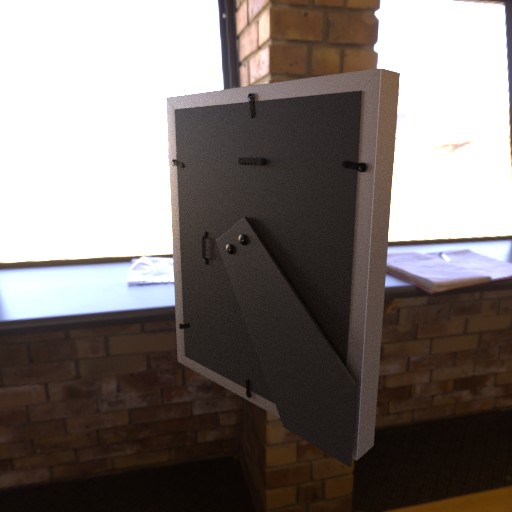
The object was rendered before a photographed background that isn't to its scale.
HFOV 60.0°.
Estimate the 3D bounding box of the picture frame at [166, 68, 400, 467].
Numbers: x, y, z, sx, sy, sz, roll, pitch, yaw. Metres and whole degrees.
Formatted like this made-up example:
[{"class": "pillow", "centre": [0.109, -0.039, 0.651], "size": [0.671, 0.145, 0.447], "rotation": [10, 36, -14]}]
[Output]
[{"class": "picture frame", "centre": [0.000, 0.000, 0.392], "size": [0.233, 0.282, 0.036], "rotation": [13, 19, 43]}]
